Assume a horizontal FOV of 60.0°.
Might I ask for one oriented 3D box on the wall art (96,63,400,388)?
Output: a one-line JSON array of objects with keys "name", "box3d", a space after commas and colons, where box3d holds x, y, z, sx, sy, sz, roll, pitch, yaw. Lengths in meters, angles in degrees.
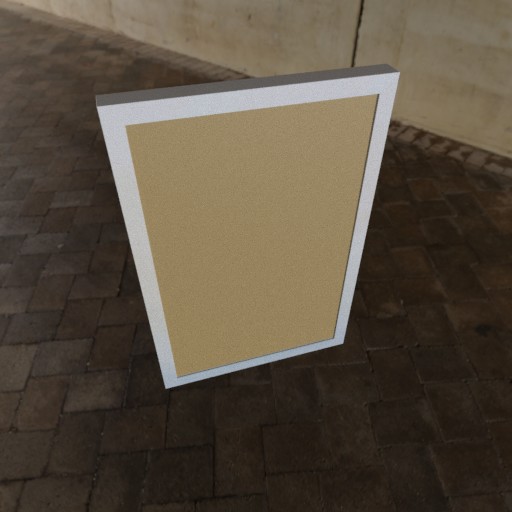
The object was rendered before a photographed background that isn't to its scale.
[{"name": "wall art", "box3d": [0.000, 0.000, 0.788, 0.408, 0.611, 0.038, -11, 43, -13]}]
